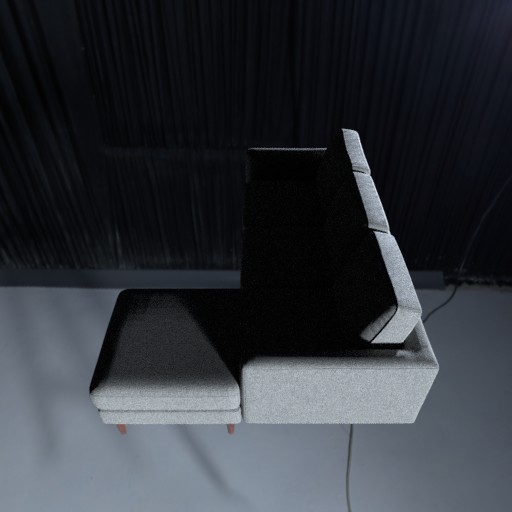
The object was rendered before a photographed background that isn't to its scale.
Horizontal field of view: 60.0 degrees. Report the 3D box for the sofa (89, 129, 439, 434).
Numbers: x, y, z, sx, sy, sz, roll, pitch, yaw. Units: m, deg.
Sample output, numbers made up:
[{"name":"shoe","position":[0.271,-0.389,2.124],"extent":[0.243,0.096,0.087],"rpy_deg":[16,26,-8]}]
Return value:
[{"name":"sofa","position":[0.000,0.000,2.906],"extent":[1.667,0.957,2.055],"rpy_deg":[0,42,0]}]
